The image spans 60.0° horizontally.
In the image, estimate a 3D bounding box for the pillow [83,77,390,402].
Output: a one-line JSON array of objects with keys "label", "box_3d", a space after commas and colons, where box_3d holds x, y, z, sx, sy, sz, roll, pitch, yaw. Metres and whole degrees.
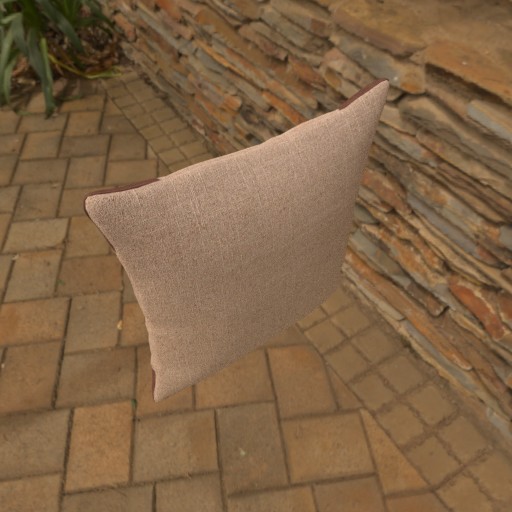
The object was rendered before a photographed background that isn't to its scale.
[{"label": "pillow", "box_3d": [0.000, 0.000, 0.680, 0.437, 0.448, 0.147, -29, 54, -24]}]
